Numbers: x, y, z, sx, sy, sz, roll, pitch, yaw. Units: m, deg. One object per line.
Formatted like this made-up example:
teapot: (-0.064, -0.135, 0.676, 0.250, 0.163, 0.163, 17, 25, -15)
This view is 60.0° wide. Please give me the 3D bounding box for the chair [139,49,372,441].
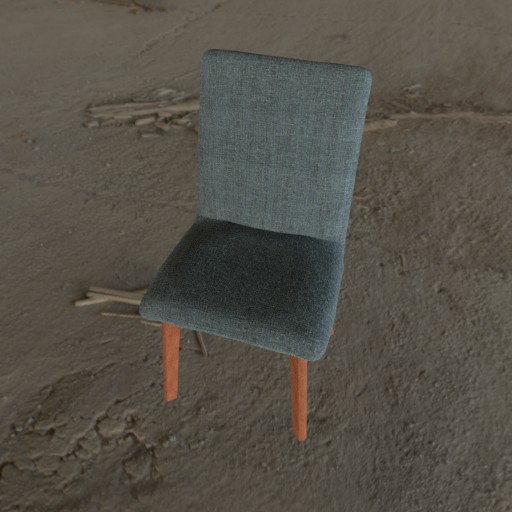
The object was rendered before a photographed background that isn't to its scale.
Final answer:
chair: (0.000, 0.000, 1.305, 0.522, 0.974, 0.563, 12, 44, 13)
